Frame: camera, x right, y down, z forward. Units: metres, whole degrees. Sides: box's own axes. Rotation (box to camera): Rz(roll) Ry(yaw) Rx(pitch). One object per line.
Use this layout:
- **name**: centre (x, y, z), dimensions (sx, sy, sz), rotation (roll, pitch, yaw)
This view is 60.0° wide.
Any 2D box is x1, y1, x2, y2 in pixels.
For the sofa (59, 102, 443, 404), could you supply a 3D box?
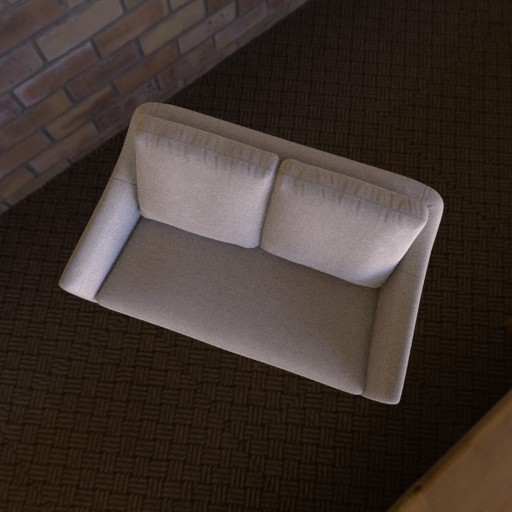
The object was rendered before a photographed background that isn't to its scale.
- **sofa**: centre (0.000, 0.000, 2.218), dimensions (1.619, 0.904, 0.960), rotation (18, 77, 4)
